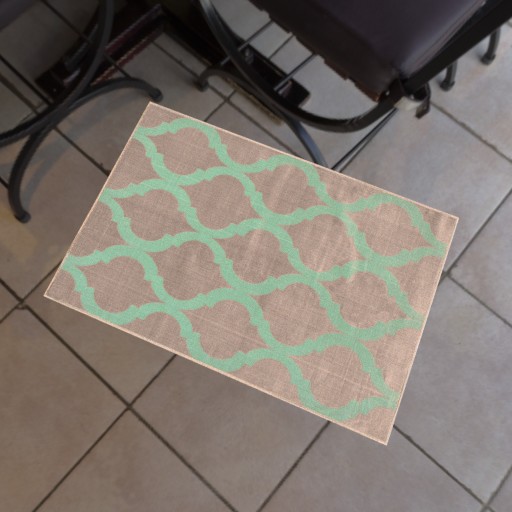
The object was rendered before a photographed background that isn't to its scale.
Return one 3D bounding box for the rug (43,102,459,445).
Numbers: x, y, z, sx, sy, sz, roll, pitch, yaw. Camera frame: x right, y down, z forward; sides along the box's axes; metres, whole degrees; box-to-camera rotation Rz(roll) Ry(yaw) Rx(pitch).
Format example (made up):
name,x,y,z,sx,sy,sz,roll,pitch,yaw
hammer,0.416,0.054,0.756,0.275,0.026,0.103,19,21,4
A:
name,x,y,z,sx,sy,sz,roll,pitch,yaw
rug,0.000,0.000,2.880,2.286,0.006,1.524,22,76,6
